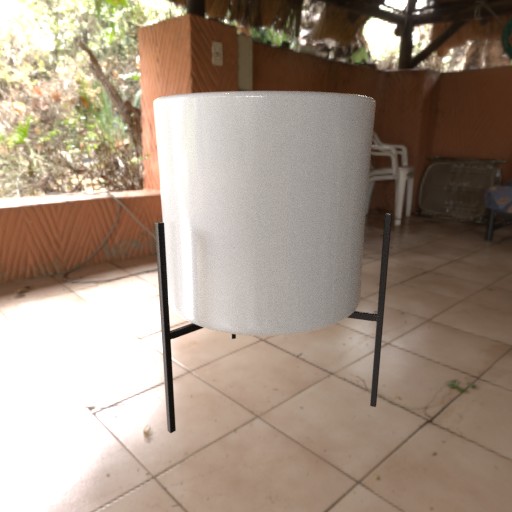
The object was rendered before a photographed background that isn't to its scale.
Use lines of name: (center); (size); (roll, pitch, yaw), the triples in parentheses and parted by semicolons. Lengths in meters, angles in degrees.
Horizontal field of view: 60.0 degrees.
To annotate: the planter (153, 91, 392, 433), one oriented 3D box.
planter: (0.000, 0.000, 0.722); (0.361, 0.480, 0.360); (-14, 21, -42)
